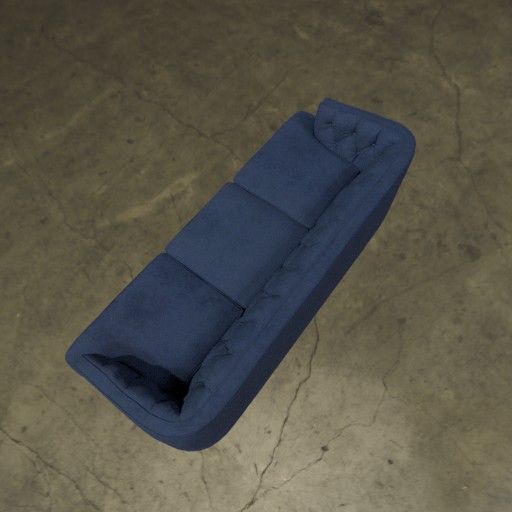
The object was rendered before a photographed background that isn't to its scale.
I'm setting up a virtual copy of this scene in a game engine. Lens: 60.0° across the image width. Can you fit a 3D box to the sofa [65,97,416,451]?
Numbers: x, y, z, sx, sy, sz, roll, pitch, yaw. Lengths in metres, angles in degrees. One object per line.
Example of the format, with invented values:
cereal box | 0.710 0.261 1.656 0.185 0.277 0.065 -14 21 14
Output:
sofa | 0.000 0.000 2.690 0.941 0.855 2.278 34 68 16
